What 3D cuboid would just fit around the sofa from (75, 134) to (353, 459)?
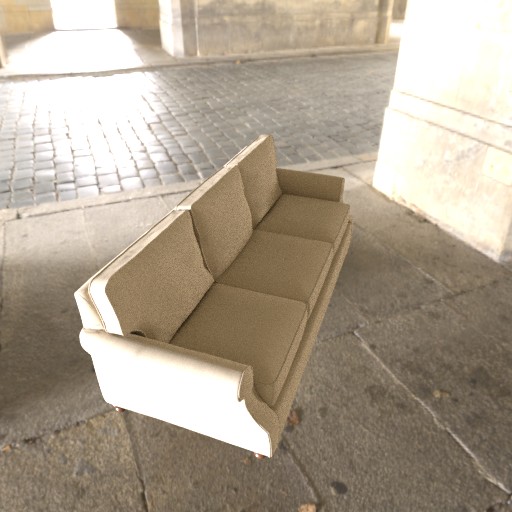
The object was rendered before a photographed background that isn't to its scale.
[{"bbox_3d":[0.000,0.000,2.862,0.966,0.948,2.354,11,34,17],"label":"sofa"}]
